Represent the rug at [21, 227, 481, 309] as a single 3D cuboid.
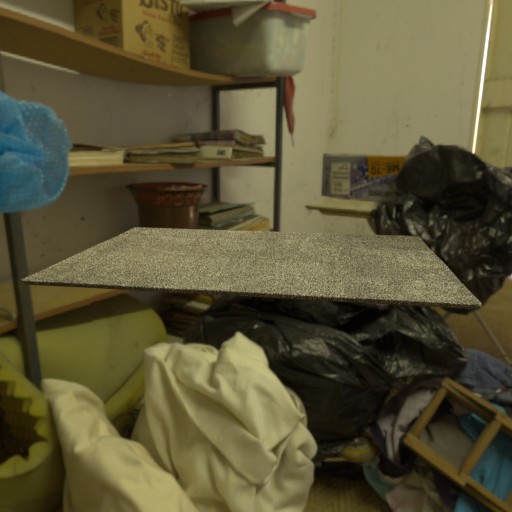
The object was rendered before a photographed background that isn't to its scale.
[{"bbox_3d":[0.000,0.000,2.928,2.352,0.025,1.501,2,15,9],"label":"rug"}]
